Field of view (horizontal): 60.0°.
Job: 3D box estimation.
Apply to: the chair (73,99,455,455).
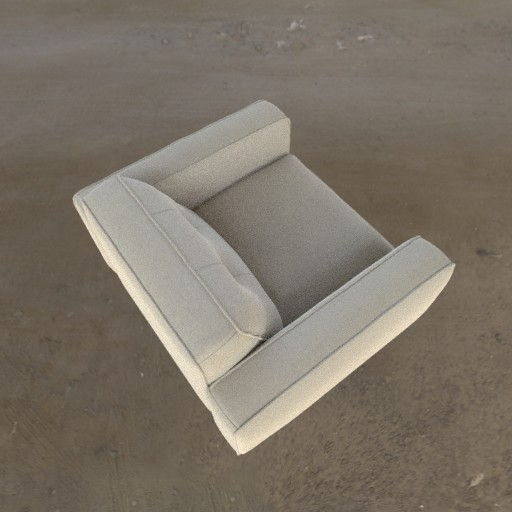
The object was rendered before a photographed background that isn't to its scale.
[{"bbox_3d":[0.000,0.000,1.744,0.953,0.779,1.115,-33,64,-18],"label":"chair"}]
